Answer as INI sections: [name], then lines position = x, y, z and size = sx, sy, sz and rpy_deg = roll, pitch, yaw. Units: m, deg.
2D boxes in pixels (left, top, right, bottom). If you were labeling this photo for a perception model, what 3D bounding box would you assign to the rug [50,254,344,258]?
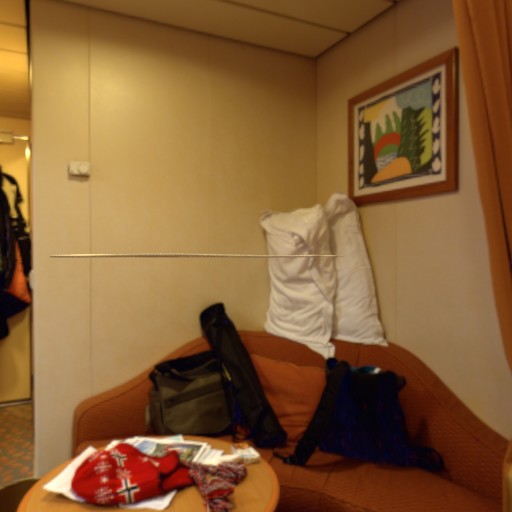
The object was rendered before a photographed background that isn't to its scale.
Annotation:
[rug]
position = 0.000, 0.000, 2.610
size = 0.762, 0.013, 2.439
rpy_deg = 0, 0, 17
